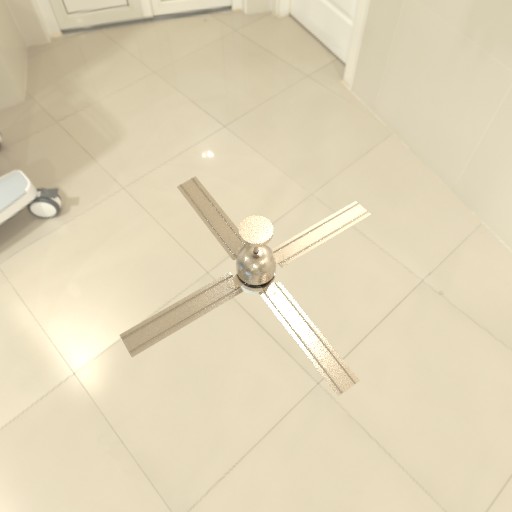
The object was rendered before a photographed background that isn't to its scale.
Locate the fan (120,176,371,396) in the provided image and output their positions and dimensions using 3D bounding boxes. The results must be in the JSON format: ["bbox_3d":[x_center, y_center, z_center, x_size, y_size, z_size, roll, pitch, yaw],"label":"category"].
[{"bbox_3d":[0.000,0.000,1.988,1.346,0.406,1.346,-31,63,-18],"label":"fan"}]
